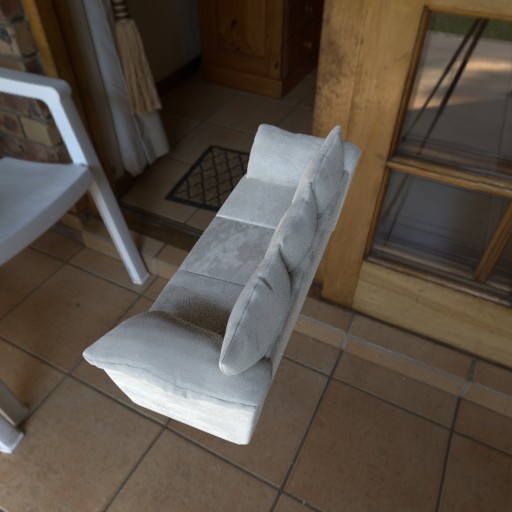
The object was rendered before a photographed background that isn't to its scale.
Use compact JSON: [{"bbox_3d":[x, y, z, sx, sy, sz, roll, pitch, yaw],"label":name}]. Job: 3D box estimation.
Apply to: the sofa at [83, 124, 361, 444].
[{"bbox_3d":[0.000,0.000,2.948,0.893,0.981,2.377,15,47,15],"label":"sofa"}]
